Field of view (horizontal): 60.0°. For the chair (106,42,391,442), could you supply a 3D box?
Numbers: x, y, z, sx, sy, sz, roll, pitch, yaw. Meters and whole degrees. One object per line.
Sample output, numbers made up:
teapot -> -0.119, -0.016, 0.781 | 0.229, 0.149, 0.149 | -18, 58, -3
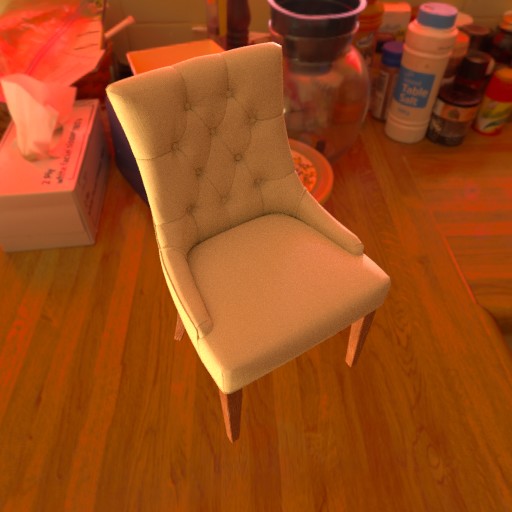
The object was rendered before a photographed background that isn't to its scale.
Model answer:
chair -> 0.000, 0.000, 1.187 | 0.509, 0.874, 0.565 | -25, 52, -21
